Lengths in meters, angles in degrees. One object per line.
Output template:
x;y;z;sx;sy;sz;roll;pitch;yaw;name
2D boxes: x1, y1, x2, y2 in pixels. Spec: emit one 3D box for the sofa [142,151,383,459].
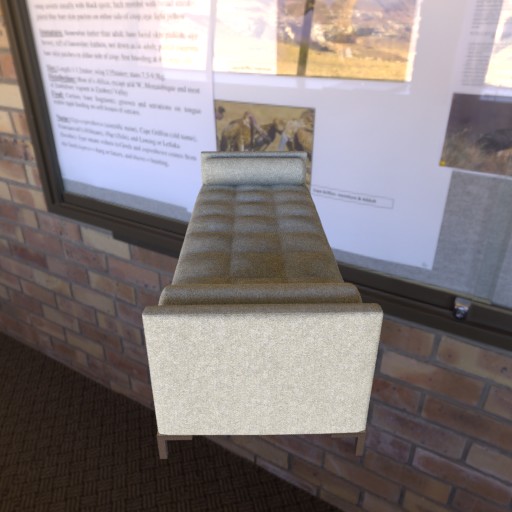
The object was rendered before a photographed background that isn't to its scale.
0.000;0.000;2.464;0.797;0.657;2.102;0;27;-1;sofa
